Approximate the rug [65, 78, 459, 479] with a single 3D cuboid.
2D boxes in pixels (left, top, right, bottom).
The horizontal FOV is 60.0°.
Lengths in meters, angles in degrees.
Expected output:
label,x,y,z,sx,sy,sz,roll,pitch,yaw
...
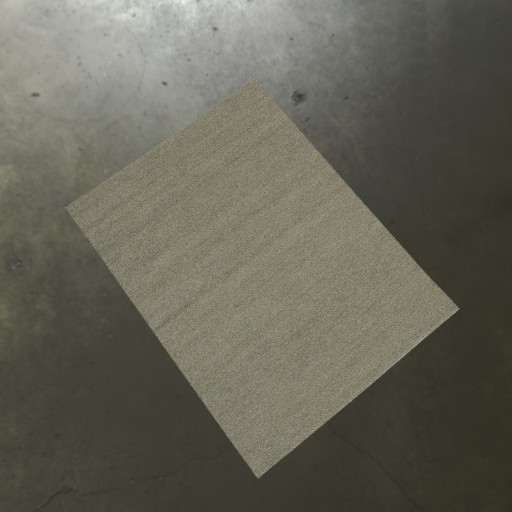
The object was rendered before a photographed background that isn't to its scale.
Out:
label,x,y,z,sx,sy,sz,roll,pitch,yaw
rug,0.000,0.000,4.920,2.757,0.051,3.626,-37,78,-9
